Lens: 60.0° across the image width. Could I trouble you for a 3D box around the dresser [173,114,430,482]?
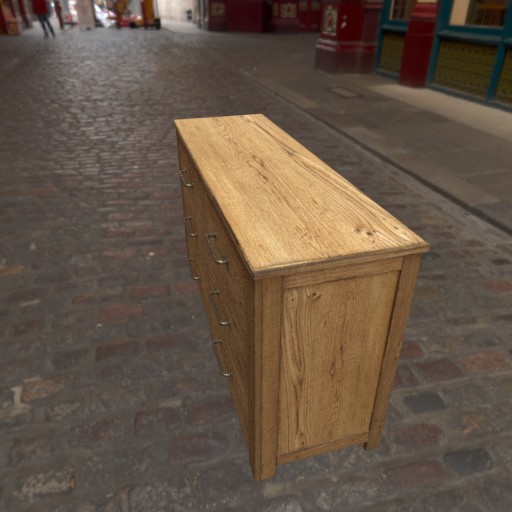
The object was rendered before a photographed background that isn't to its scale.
[{"bbox_3d":[0.000,0.000,2.126,0.563,0.932,1.657,-8,32,-14],"label":"dresser"}]
